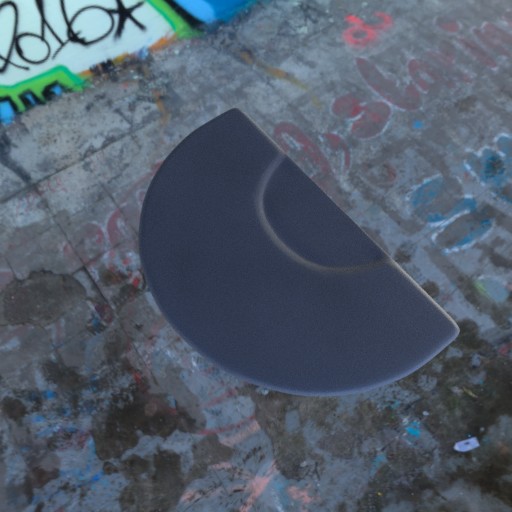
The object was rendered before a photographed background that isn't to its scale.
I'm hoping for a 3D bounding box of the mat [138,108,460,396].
[{"bbox_3d":[0.000,0.000,1.902,0.917,0.016,1.525,-34,68,-16],"label":"mat"}]
